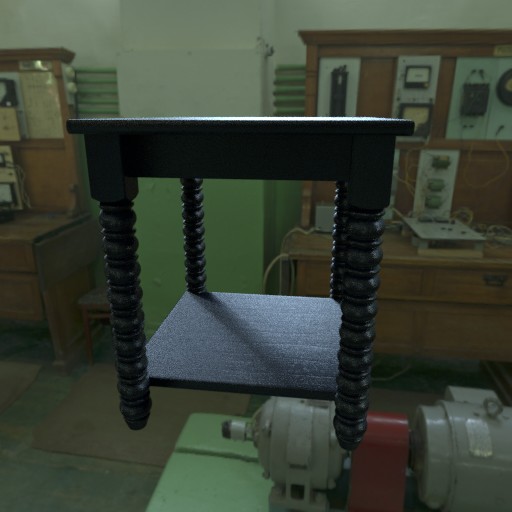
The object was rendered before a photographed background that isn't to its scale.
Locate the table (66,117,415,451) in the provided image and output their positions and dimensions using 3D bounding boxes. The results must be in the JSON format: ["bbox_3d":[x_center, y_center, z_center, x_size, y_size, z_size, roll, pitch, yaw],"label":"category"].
[{"bbox_3d":[0.000,0.000,0.955,0.500,0.567,0.533,2,18,7],"label":"table"}]
